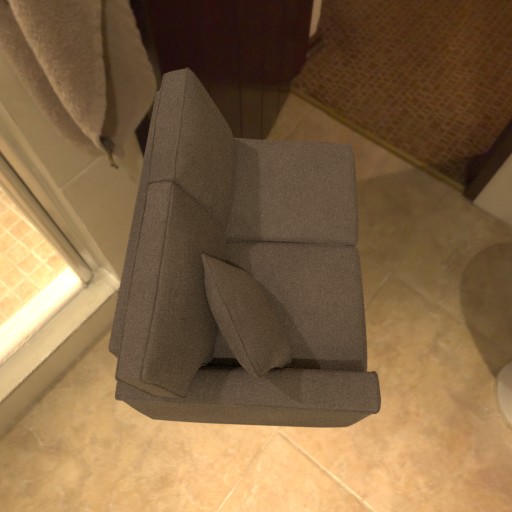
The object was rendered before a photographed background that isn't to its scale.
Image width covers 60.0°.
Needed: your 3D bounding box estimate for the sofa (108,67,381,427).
[{"bbox_3d":[0.000,0.000,2.046,0.991,0.989,1.388,2,64,1],"label":"sofa"}]
